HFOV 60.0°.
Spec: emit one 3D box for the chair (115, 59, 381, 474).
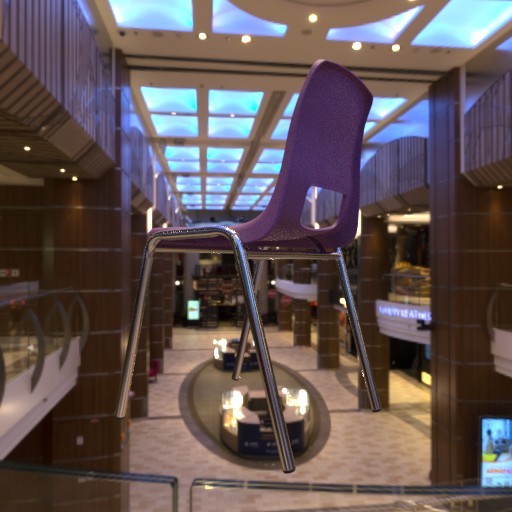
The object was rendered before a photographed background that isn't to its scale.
[{"bbox_3d":[0.000,0.000,0.914,0.432,0.654,0.381,-1,-1,37],"label":"chair"}]
